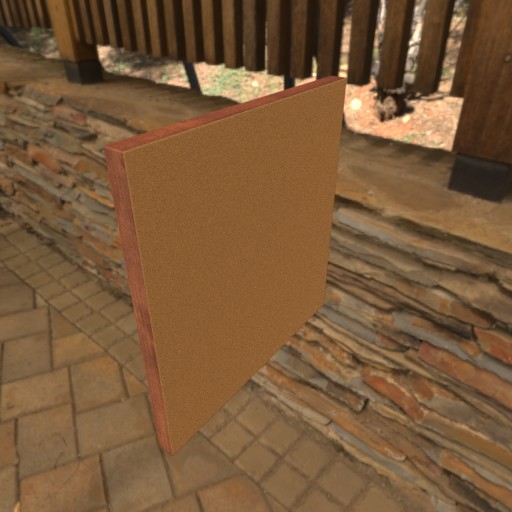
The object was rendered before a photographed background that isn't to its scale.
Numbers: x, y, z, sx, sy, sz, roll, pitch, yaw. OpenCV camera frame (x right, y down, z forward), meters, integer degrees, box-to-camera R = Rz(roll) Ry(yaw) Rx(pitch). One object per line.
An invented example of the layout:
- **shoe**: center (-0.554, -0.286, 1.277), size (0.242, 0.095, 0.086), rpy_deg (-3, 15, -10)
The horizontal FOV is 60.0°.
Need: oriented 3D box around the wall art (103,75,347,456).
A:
- **wall art**: center (0.000, 0.000, 0.853), size (0.037, 0.572, 0.554), rpy_deg (22, 38, 31)
